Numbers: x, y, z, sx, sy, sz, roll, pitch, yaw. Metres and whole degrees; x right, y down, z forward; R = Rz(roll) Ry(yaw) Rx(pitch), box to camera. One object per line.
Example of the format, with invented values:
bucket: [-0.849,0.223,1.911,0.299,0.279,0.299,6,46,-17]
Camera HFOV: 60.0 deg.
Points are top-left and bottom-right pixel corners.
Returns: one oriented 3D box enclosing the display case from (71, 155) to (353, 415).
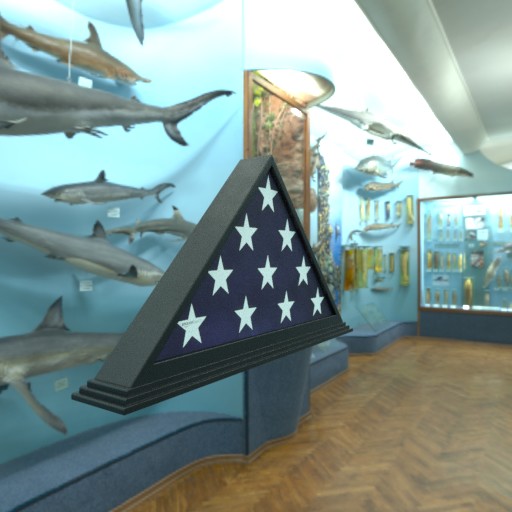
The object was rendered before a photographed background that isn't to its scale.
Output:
display case: [0.000,0.000,0.763,0.095,0.340,0.640,0,0,34]
